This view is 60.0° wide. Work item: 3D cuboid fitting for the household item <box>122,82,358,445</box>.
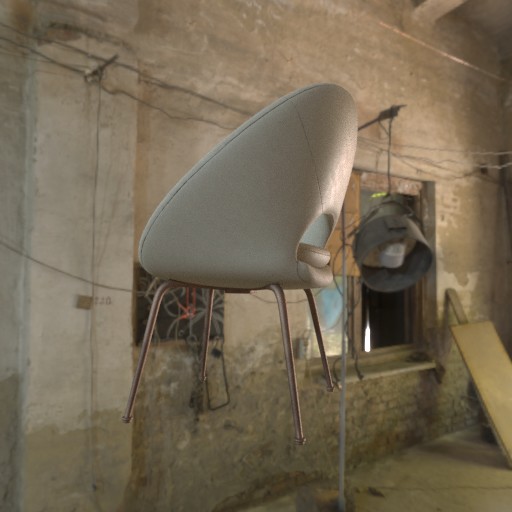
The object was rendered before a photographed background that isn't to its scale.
[{"bbox_3d":[0.000,0.000,1.272,0.573,0.852,0.623,-1,-2,18],"label":"household item"}]
